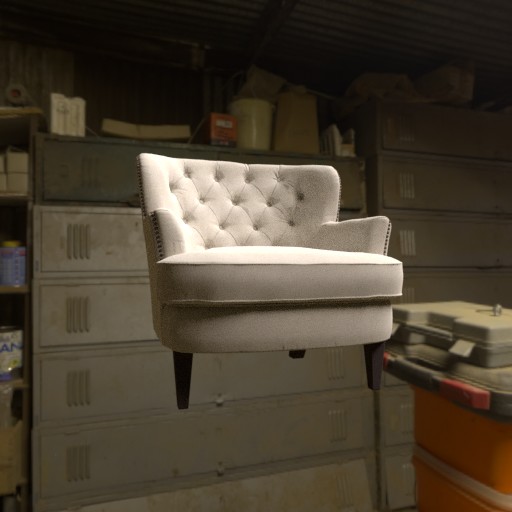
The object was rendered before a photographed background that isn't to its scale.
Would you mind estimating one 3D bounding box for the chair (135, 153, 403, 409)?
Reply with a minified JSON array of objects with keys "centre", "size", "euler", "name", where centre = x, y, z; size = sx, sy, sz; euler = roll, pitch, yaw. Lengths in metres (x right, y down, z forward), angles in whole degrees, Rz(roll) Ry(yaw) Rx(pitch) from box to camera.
[{"centre":[0.000,0.000,1.636],"size":[0.848,0.868,0.906],"euler":[0,0,-17],"name":"chair"}]
